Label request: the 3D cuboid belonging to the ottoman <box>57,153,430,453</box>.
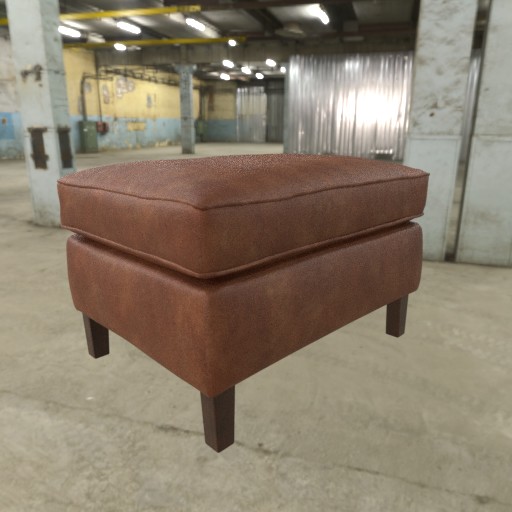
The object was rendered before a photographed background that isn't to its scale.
[{"bbox_3d":[0.000,0.000,0.965,0.665,0.418,0.501,-15,22,-43],"label":"ottoman"}]
